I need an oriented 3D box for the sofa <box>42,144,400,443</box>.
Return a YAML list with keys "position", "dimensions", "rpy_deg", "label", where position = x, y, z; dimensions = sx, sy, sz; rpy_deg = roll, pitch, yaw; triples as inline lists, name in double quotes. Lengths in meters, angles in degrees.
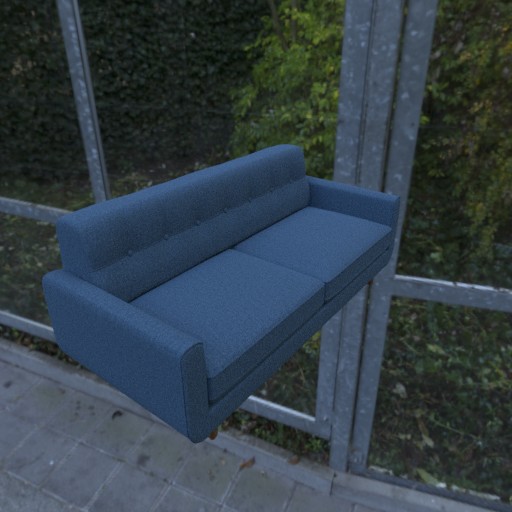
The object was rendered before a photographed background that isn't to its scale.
- position: [0.000, 0.000, 2.570]
  dimensions: [0.942, 0.884, 2.055]
  rpy_deg: [19, 33, 32]
  label: "sofa"
